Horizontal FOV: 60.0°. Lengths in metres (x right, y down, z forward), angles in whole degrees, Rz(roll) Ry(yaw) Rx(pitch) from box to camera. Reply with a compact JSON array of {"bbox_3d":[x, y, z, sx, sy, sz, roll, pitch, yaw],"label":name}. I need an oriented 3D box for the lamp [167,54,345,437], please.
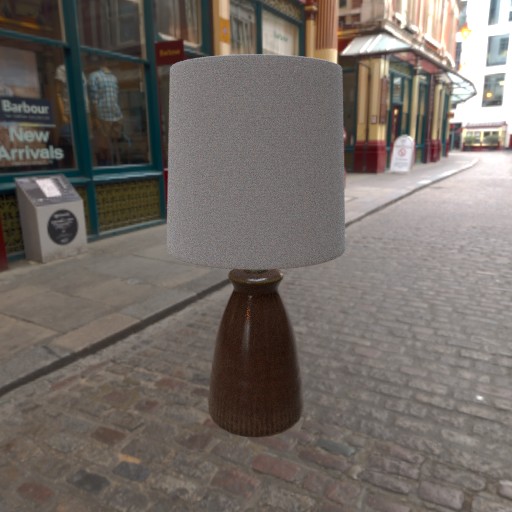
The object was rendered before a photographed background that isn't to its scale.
[{"bbox_3d":[0.000,0.000,0.474,0.186,0.369,0.186,0,14,0],"label":"lamp"}]
